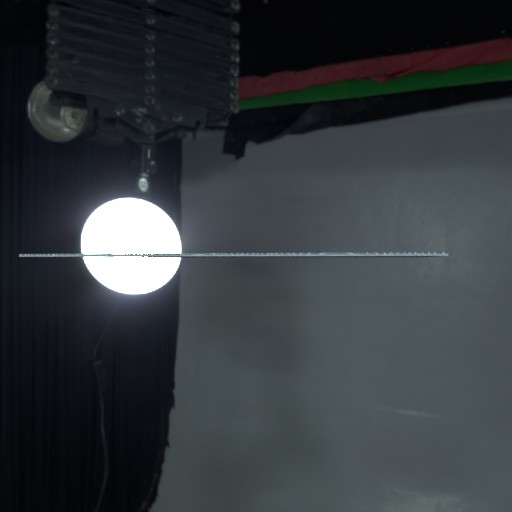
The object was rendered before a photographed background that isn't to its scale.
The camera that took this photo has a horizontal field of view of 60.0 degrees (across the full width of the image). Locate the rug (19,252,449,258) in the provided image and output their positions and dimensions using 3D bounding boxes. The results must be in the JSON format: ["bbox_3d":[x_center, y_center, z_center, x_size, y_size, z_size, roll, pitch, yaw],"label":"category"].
[{"bbox_3d":[0.000,0.000,4.093,3.042,0.021,2.456,0,0,18],"label":"rug"}]
